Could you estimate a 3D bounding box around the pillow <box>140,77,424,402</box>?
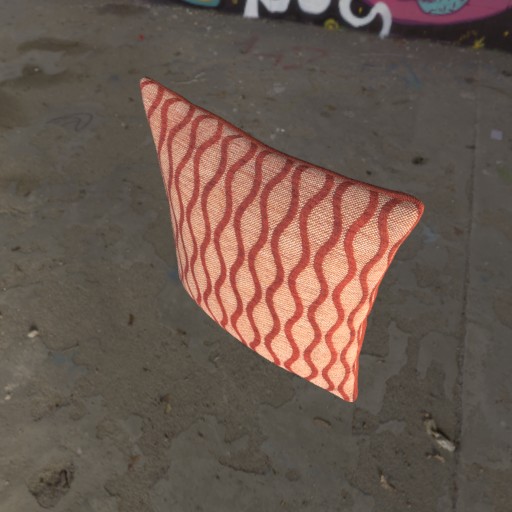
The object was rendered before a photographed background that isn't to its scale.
[{"bbox_3d":[0.000,0.000,0.678,0.429,0.434,0.159,31,55,25],"label":"pillow"}]
